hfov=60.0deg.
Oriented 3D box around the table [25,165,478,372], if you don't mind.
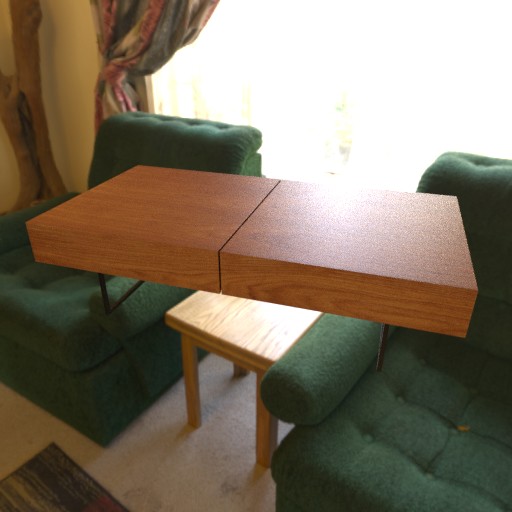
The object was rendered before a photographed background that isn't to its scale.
[{"bbox_3d":[0.000,0.000,1.443,1.194,0.330,0.610,8,29,16],"label":"table"}]
